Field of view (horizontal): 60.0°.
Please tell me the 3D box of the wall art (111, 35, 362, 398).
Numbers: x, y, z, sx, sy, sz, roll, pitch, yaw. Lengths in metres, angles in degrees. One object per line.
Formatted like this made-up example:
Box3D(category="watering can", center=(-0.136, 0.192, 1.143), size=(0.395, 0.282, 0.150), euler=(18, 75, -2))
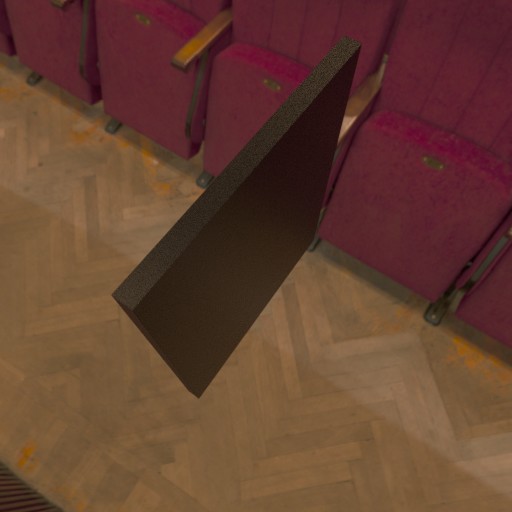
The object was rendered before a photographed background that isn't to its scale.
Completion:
Box3D(category="wall art", center=(0.000, 0.000, 0.763), size=(0.028, 0.557, 0.457), euler=(32, 68, 15))
